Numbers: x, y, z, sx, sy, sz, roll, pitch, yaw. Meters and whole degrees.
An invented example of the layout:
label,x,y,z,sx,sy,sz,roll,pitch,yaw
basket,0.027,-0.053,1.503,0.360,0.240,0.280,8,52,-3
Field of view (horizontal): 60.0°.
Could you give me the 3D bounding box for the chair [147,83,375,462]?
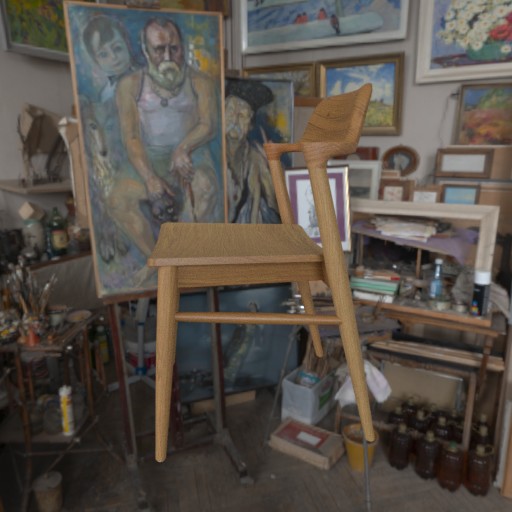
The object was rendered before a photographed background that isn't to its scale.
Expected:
label,x,y,z,sx,sy,sz,roll,pitch,yaw
chair,0.000,0.000,1.111,0.499,0.792,0.512,-2,14,-7
